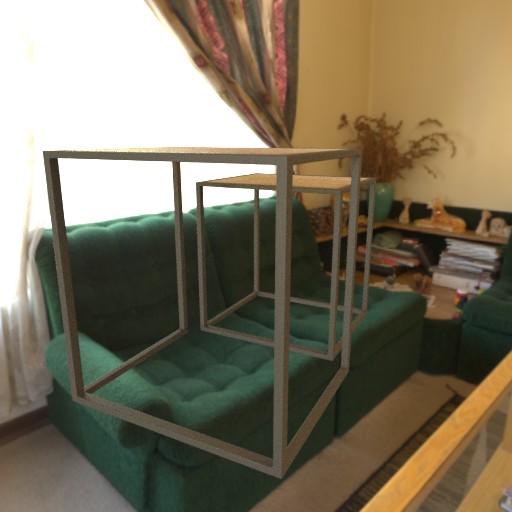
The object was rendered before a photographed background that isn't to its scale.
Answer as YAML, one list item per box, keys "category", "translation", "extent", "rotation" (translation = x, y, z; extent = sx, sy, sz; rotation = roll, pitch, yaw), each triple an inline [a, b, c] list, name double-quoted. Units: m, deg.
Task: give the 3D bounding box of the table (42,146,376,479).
- category: "table"
  translation: [0.000, 0.000, 1.138]
  extent: [0.508, 0.540, 0.788]
  rotation: [8, 17, 26]
